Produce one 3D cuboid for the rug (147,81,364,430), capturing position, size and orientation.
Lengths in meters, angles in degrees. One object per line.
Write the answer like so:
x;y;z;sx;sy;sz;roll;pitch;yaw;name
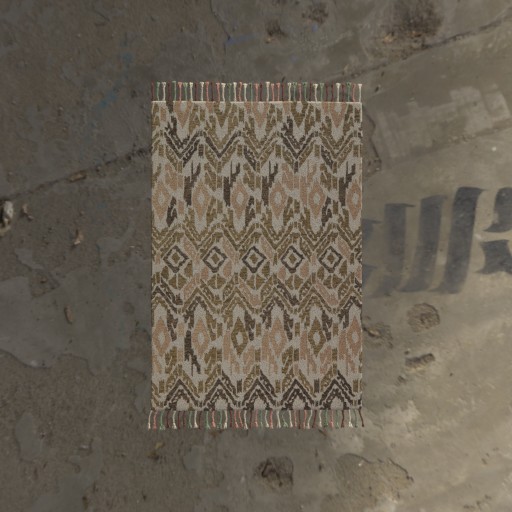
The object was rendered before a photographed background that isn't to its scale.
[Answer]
0.000;0.000;3.106;1.524;0.008;2.438;0;90;-1;rug
